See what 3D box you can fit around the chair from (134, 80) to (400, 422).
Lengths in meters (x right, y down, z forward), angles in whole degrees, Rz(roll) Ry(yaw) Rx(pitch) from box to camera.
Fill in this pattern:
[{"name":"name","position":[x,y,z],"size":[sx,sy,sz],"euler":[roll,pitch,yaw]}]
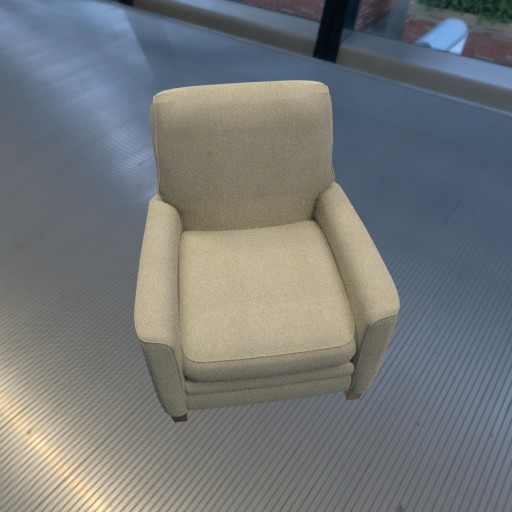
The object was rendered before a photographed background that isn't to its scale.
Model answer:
[{"name":"chair","position":[0.000,0.000,1.667],"size":[0.850,1.006,0.853],"euler":[-5,46,-5]}]
